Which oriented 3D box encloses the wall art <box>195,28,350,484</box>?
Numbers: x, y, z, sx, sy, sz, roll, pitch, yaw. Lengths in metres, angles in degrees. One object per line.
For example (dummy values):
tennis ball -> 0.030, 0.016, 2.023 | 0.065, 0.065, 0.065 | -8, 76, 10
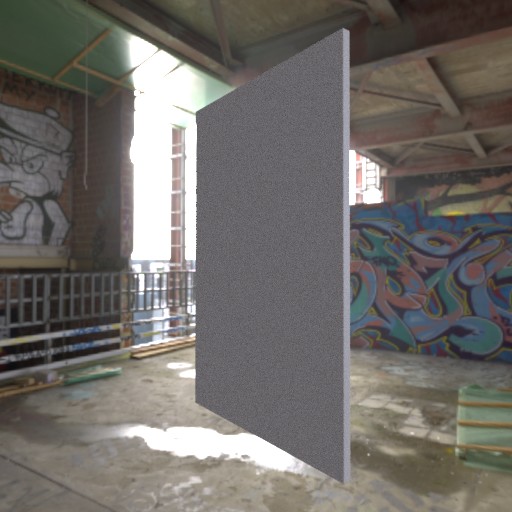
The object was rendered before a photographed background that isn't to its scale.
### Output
wall art -> 0.000, 0.000, 0.604 | 0.011, 0.482, 0.329 | 0, -1, -36
